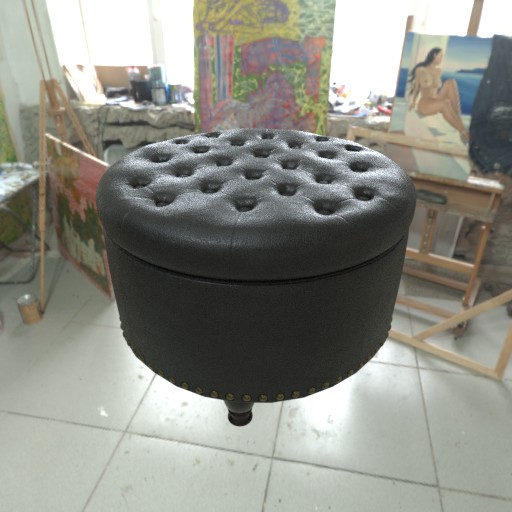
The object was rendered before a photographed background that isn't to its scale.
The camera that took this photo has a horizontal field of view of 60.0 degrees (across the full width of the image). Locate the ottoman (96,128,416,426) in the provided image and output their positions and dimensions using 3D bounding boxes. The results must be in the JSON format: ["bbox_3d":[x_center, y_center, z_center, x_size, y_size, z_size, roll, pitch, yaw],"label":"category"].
[{"bbox_3d":[0.000,0.000,1.011,0.637,0.442,0.637,0,31,0],"label":"ottoman"}]
